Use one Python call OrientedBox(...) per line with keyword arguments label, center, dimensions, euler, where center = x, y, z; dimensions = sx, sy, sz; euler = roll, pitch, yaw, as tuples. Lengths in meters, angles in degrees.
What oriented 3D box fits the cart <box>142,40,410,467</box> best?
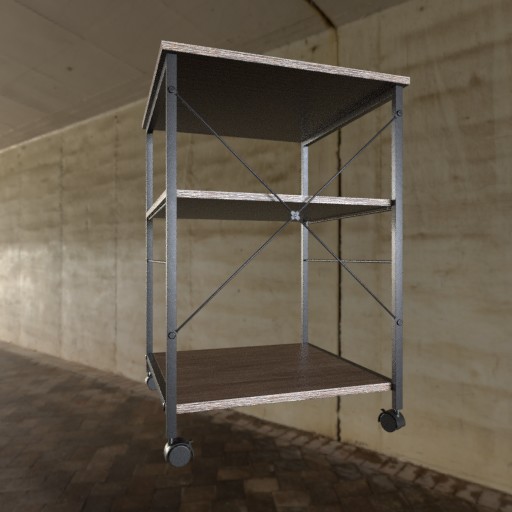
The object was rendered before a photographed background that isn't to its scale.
OrientedBox(label="cart", center=(0.000, 0.000, 1.111), dimensions=(0.521, 0.762, 0.520), euler=(0, 0, -18))
